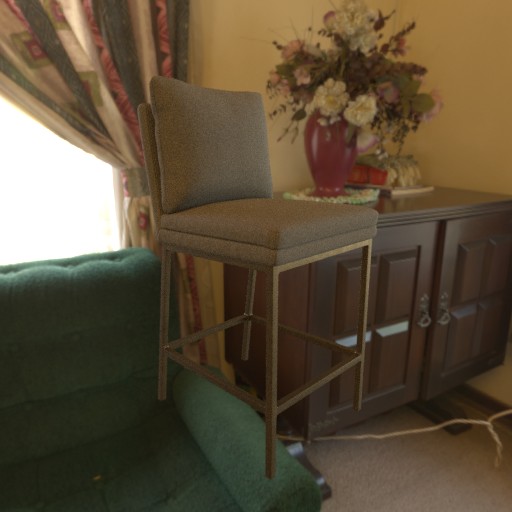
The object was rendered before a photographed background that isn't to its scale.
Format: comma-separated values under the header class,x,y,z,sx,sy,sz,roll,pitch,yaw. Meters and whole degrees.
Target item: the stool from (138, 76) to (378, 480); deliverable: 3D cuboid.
class,x,y,z,sx,sy,sz,roll,pitch,yaw
stool,0.000,0.000,1.363,0.569,1.030,0.463,13,20,42
